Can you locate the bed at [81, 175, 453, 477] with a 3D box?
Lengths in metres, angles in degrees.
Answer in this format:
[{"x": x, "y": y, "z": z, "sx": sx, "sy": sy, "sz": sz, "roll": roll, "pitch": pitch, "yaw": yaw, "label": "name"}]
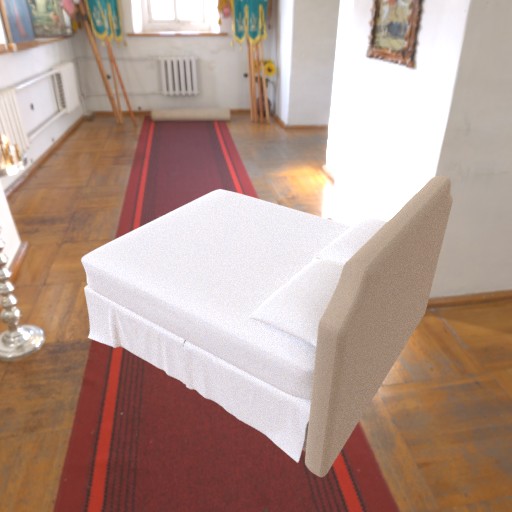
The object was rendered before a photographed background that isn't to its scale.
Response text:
[{"x": 0.000, "y": 0.000, "z": 3.303, "sx": 2.204, "sy": 1.301, "sz": 1.828, "roll": 20, "pitch": 37, "yaw": 30, "label": "bed"}]
